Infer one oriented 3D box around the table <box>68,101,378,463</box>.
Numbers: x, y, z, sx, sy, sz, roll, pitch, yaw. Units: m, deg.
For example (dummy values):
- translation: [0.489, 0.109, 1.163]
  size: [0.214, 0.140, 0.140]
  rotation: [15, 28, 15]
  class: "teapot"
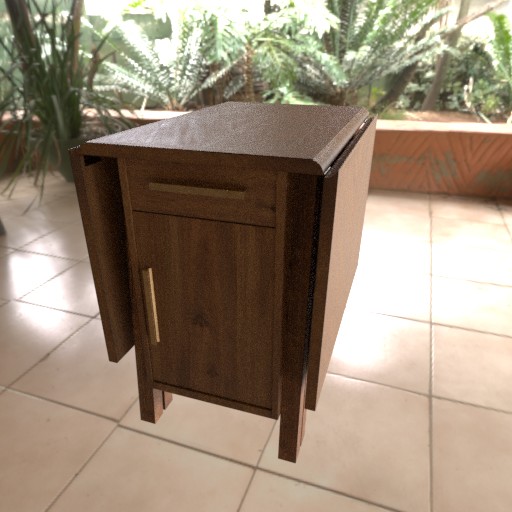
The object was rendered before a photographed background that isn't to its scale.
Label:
- translation: [0.000, 0.000, 1.661]
  size: [0.701, 0.981, 0.967]
  rotation: [8, 26, 17]
  class: "table"
